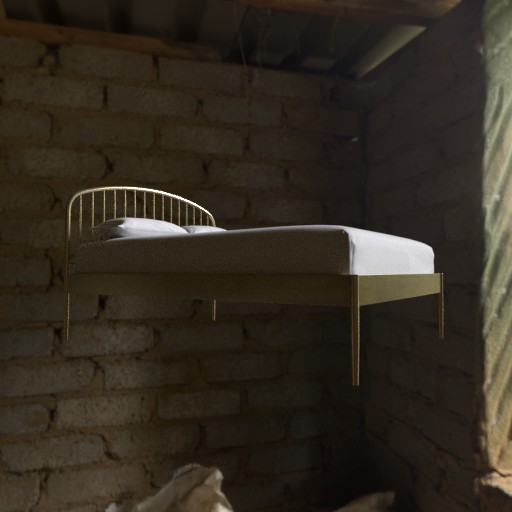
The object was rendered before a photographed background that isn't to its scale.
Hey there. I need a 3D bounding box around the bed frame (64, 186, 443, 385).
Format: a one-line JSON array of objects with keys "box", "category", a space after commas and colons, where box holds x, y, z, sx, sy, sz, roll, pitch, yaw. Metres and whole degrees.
[{"box": [0.000, 0.000, 3.139, 2.152, 1.175, 1.612, -1, -2, 35], "category": "bed frame"}]
